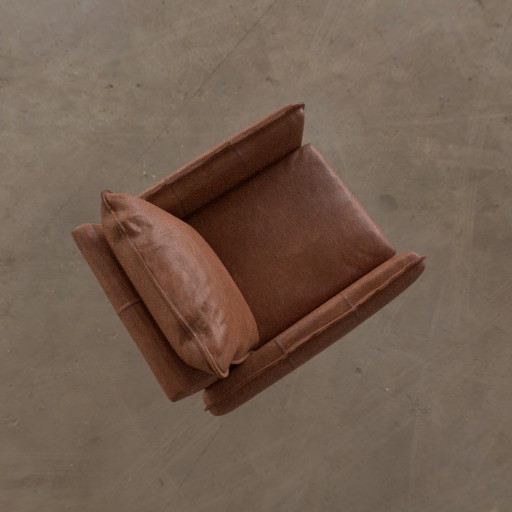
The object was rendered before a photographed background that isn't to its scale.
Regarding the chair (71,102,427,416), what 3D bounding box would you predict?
[{"bbox_3d":[0.000,0.000,1.618,0.922,0.922,0.830,-33,78,-8],"label":"chair"}]
